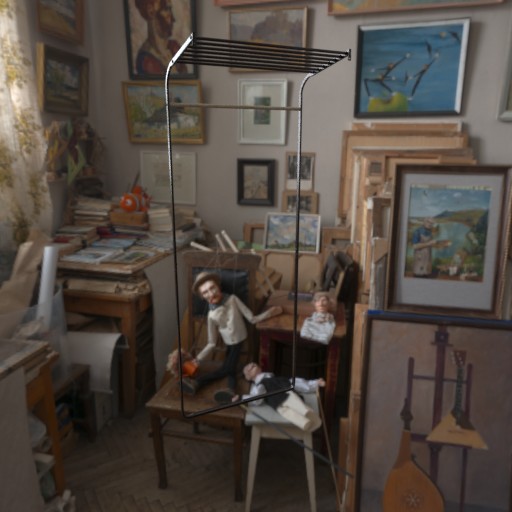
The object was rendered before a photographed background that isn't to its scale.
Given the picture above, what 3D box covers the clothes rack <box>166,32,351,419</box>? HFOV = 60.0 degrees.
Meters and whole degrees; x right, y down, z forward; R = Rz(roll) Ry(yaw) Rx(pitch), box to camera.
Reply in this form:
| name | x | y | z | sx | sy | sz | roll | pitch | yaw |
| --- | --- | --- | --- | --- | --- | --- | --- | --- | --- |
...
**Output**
| name | x | y | z | sx | sy | sz | roll | pitch | yaw |
| --- | --- | --- | --- | --- | --- | --- | --- | --- | --- |
| clothes rack | 0.000 | 0.000 | 1.839 | 0.609 | 1.574 | 0.349 | -7 | 16 | -25 |
